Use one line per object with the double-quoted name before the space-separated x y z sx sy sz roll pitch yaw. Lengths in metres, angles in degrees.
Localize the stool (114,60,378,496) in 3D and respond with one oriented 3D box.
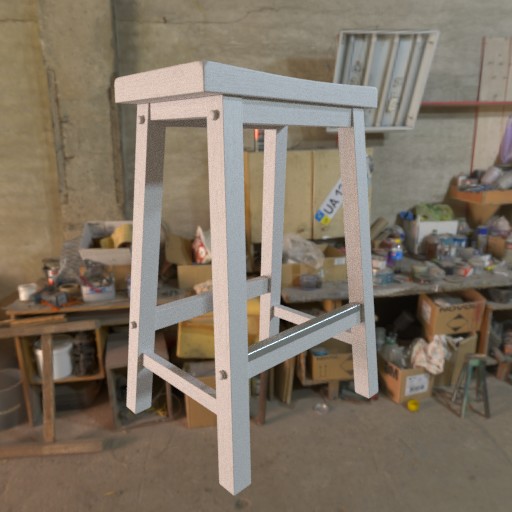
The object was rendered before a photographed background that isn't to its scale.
"stool" 0.000 0.000 0.832 0.406 0.610 0.322 -14 20 -43
